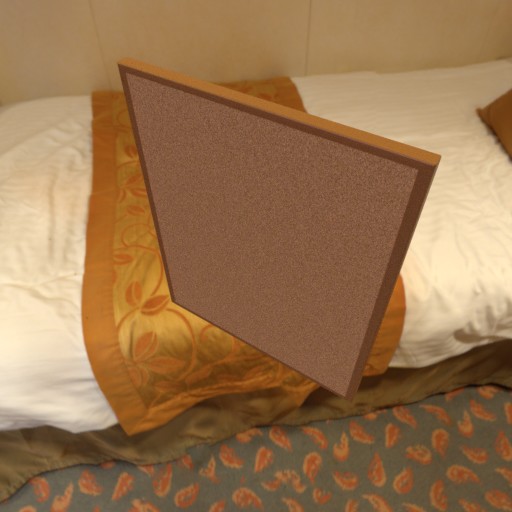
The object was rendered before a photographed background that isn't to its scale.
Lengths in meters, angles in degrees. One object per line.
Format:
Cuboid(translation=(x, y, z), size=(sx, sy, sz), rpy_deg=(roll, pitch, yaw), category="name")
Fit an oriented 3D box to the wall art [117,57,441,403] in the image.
Cuboid(translation=(0.000, 0.000, 0.510), size=(0.310, 0.379, 0.015), rpy_deg=(25, 52, 22), category="wall art")
